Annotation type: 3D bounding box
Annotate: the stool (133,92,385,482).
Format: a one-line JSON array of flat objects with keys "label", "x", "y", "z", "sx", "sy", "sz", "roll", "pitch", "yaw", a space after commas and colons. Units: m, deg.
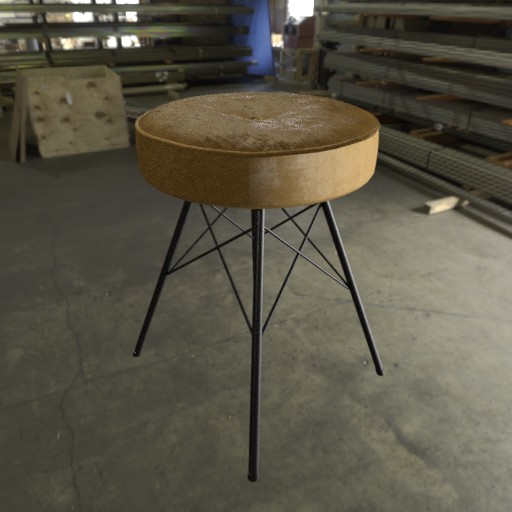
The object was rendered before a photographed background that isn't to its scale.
[{"label": "stool", "x": 0.000, "y": 0.000, "z": 0.922, "sx": 0.438, "sy": 0.595, "sz": 0.472, "roll": -22, "pitch": 37, "yaw": -33}]
